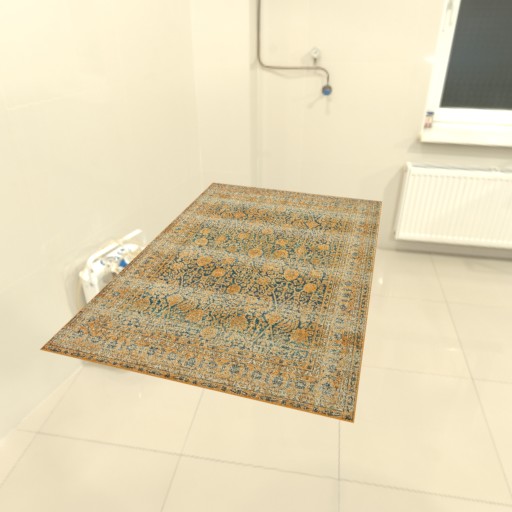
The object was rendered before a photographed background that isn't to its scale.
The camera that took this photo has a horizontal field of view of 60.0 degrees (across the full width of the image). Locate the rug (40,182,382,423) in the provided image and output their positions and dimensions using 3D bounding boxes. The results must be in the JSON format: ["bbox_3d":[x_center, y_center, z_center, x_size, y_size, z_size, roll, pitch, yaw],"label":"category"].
[{"bbox_3d":[0.000,0.000,2.958,1.525,0.007,2.336,9,32,14],"label":"rug"}]
